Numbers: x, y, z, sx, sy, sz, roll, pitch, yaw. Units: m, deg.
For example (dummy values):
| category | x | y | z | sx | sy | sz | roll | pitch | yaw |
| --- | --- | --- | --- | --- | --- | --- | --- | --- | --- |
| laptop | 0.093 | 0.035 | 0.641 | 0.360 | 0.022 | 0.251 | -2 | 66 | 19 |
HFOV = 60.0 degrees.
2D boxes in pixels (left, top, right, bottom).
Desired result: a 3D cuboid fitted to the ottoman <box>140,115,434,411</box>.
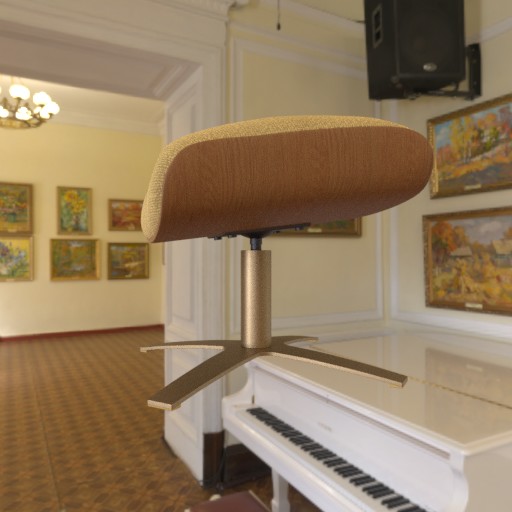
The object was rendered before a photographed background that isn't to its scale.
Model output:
| category | x | y | z | sx | sy | sz | roll | pitch | yaw |
| --- | --- | --- | --- | --- | --- | --- | --- | --- | --- |
| ottoman | 0.000 | 0.000 | 0.795 | 0.394 | 0.391 | 0.520 | 0 | 0 | -16 |
